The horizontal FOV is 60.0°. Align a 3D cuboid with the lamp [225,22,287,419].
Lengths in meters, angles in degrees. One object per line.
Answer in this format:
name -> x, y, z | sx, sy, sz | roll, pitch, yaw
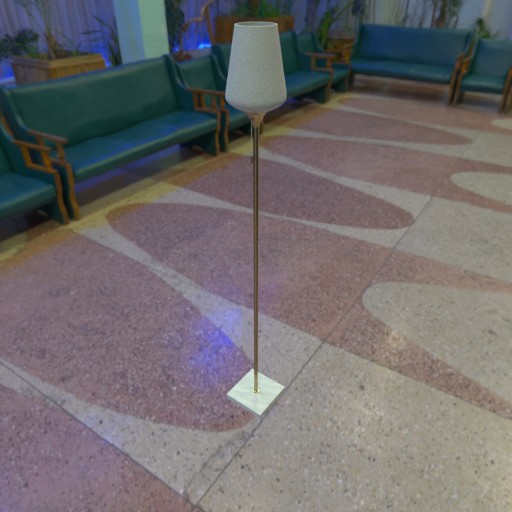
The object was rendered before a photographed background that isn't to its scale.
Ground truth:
lamp -> 0.000, 0.000, 1.947 | 0.229, 1.813, 0.232 | 22, 39, 30
